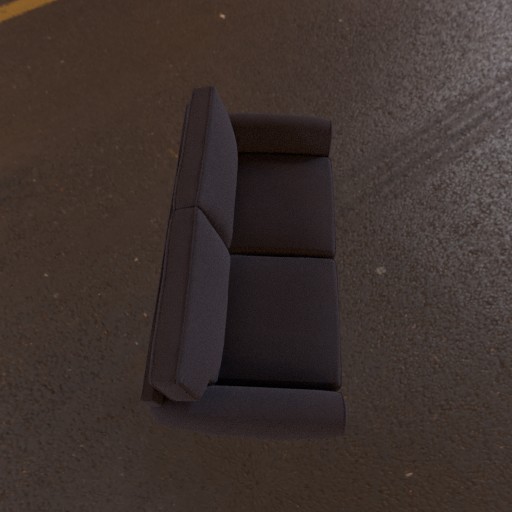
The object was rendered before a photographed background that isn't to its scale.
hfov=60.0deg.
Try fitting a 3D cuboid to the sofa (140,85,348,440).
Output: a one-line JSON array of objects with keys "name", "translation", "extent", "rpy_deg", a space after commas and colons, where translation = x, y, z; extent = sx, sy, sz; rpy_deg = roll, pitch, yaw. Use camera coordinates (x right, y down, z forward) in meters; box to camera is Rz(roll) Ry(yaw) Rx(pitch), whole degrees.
[{"name": "sofa", "translation": [0.000, 0.000, 2.609], "extent": [0.951, 1.031, 2.009], "rpy_deg": [2, 63, 1]}]
